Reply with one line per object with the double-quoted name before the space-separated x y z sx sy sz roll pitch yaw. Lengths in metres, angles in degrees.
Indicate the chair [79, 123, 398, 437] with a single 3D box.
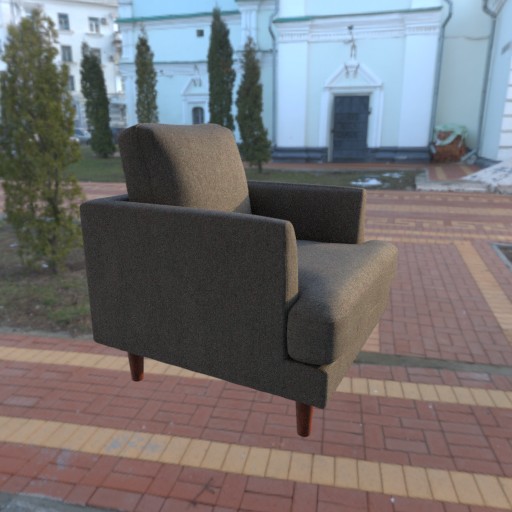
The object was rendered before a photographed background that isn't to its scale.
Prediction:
"chair" 0.000 0.000 1.655 0.899 0.957 0.858 8 18 27
